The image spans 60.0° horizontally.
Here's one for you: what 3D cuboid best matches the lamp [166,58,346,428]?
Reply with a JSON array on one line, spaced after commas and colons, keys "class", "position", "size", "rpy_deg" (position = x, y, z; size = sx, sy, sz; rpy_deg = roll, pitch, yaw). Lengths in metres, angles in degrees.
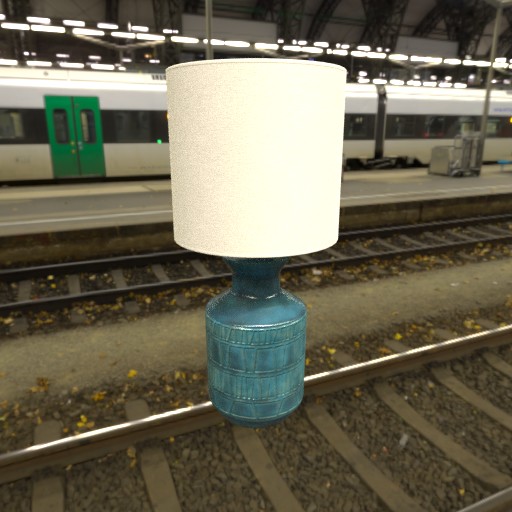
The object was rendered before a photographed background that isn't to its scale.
[{"class": "lamp", "position": [0.000, 0.000, 0.589], "size": [0.211, 0.455, 0.211], "rpy_deg": [15, 22, 43]}]
